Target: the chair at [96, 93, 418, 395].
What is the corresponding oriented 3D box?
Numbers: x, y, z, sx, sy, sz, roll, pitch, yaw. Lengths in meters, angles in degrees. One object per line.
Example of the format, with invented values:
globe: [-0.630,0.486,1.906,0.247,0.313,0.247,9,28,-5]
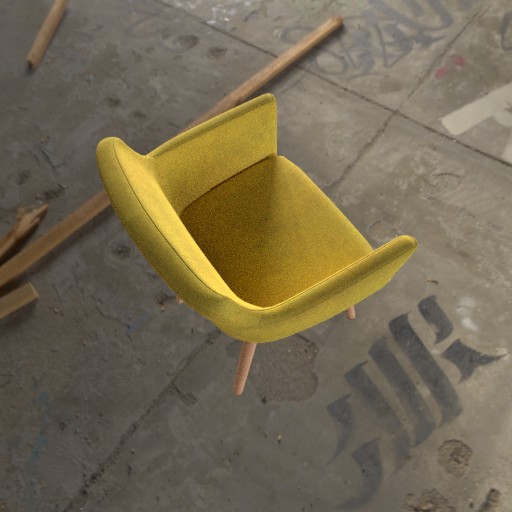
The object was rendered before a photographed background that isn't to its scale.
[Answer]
chair: [0.000,0.000,1.199,0.570,0.780,0.570,-30,64,-16]
